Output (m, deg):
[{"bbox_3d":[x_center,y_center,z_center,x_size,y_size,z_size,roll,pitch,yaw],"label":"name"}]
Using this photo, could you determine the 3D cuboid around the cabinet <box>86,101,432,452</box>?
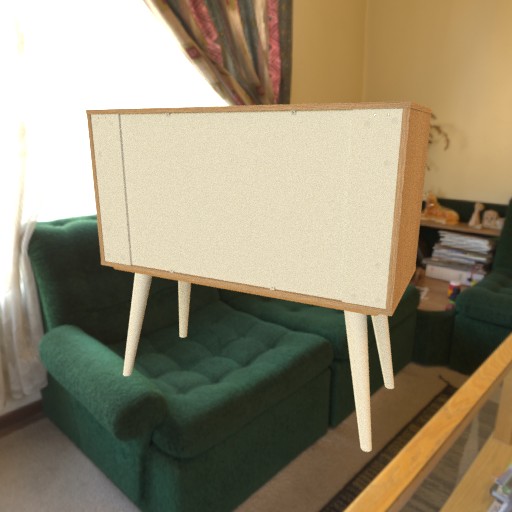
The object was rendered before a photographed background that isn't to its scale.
[{"bbox_3d":[0.000,0.000,1.616,1.057,1.016,0.470,8,18,26],"label":"cabinet"}]
